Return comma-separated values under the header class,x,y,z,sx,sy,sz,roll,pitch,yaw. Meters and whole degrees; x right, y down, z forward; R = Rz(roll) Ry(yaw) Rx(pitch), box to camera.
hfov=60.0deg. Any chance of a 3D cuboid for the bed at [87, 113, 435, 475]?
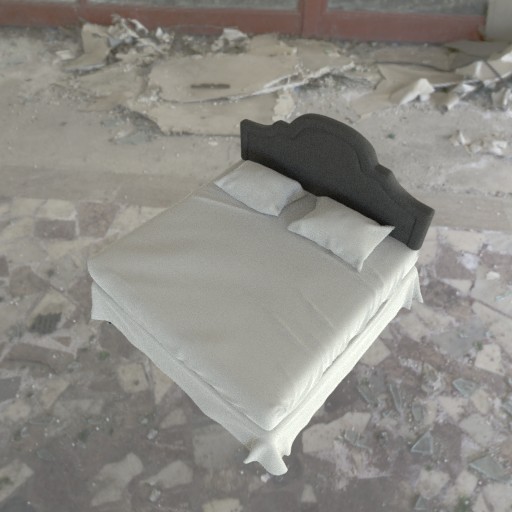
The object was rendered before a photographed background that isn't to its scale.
class,x,y,z,sx,sy,sz,roll,pitch,yaw
bed,0.000,0.000,3.626,2.303,1.631,2.222,33,56,27
